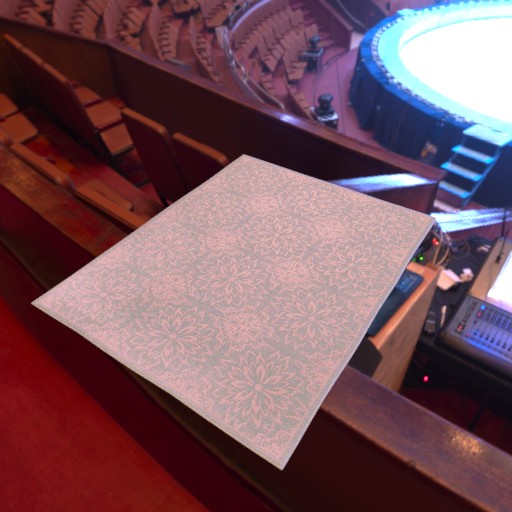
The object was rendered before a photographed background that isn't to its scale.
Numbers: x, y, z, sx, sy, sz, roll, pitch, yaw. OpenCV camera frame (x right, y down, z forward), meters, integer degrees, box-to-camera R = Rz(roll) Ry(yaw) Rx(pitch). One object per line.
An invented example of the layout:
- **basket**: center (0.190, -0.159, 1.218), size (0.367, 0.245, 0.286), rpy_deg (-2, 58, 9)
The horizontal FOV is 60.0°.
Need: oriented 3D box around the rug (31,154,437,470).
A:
- **rug**: center (0.000, 0.000, 3.999), size (2.363, 0.012, 2.980), rpy_deg (24, 46, 25)
